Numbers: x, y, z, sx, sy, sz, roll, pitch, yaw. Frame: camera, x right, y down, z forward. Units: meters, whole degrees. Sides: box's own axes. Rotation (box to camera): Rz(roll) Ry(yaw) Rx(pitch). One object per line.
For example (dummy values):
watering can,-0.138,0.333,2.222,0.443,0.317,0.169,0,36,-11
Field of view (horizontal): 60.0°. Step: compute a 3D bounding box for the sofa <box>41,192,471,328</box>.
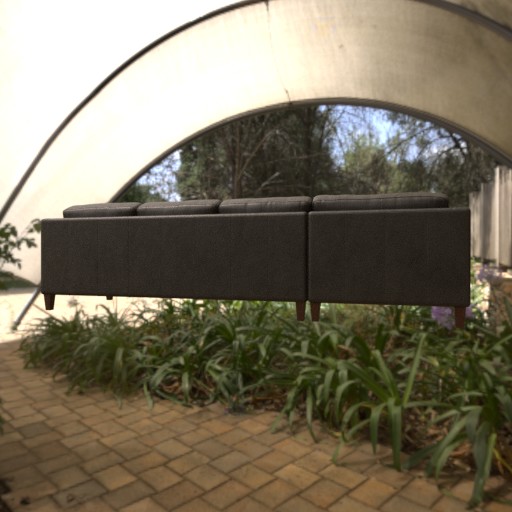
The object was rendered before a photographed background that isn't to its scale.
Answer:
sofa,0.000,0.000,3.914,3.203,0.883,1.581,0,0,16
